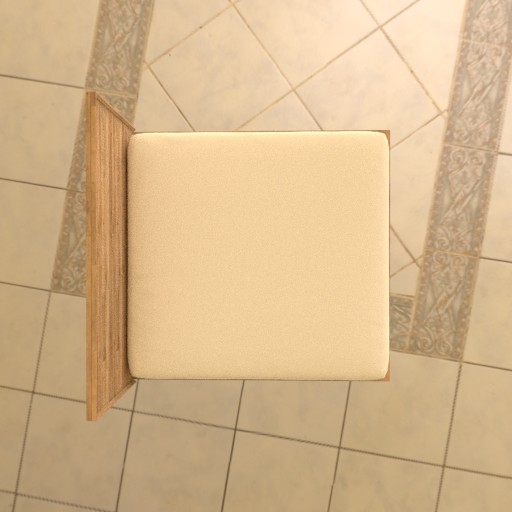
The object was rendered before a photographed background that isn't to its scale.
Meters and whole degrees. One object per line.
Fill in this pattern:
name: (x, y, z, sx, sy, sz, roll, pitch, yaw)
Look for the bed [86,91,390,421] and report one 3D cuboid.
bed: (0.000, 0.000, 3.363, 2.167, 1.100, 2.116, 0, 90, 2)
